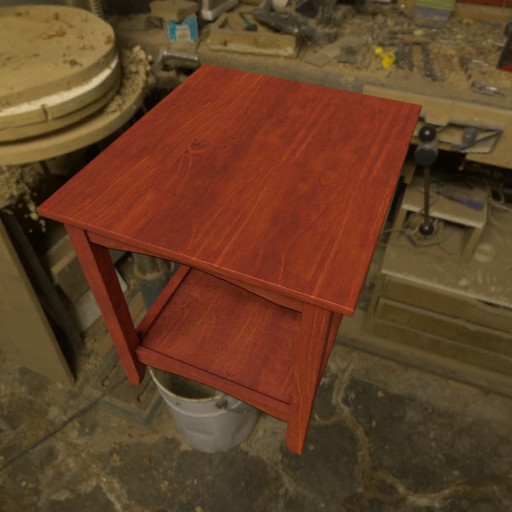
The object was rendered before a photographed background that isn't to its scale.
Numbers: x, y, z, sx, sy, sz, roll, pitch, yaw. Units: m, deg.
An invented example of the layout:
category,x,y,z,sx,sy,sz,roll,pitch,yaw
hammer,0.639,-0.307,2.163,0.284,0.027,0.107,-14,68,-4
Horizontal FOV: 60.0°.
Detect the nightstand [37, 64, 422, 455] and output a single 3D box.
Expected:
category,x,y,z,sx,sy,sz,roll,pitch,yaw
nightstand,0.000,0.000,0.996,0.501,0.558,0.558,17,49,15
